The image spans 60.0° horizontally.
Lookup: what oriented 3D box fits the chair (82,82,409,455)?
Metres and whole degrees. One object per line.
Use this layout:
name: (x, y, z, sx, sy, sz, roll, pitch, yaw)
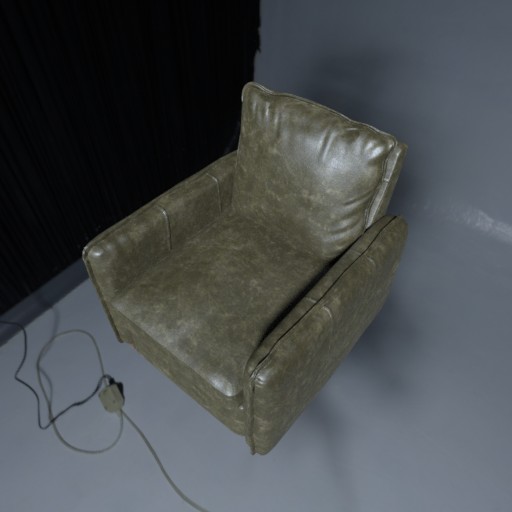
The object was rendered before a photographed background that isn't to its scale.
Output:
chair: (0.000, 0.000, 1.606, 0.830, 0.921, 0.921, 31, 54, 26)
